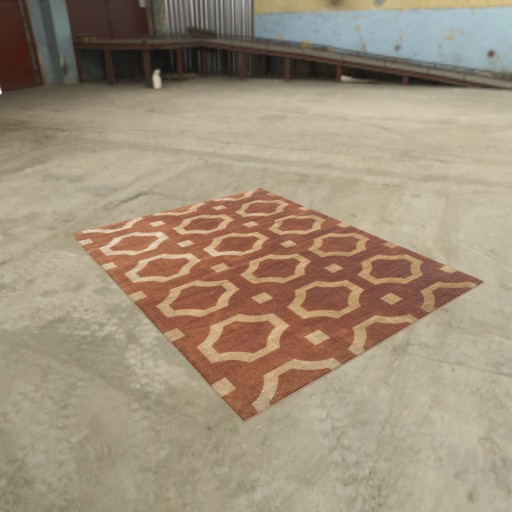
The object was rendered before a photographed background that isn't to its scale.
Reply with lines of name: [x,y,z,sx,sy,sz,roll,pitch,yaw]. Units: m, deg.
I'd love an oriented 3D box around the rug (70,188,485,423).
rug: [0.000,0.000,4.100,2.466,0.021,3.049,-19,33,-32]
